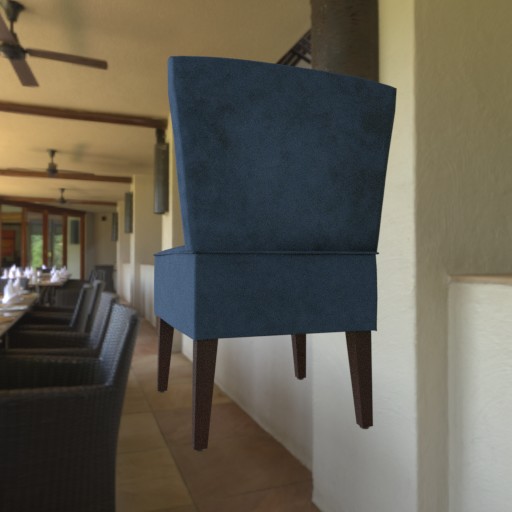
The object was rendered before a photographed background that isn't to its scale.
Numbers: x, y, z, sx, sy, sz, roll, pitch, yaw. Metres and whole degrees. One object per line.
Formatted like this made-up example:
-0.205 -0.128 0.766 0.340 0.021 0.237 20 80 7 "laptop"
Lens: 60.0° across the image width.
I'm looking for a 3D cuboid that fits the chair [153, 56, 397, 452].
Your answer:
0.000 0.000 1.186 0.521 0.806 0.551 0 -1 -18 "chair"
